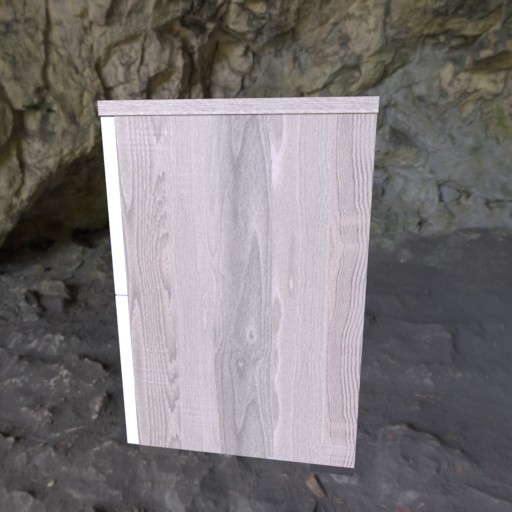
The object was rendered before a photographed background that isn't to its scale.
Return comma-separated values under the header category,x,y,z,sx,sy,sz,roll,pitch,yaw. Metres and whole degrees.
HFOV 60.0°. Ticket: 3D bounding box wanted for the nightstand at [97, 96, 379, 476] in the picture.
category,x,y,z,sx,sy,sz,roll,pitch,yaw
nightstand,0.000,0.000,0.746,0.325,0.461,0.442,2,14,9
